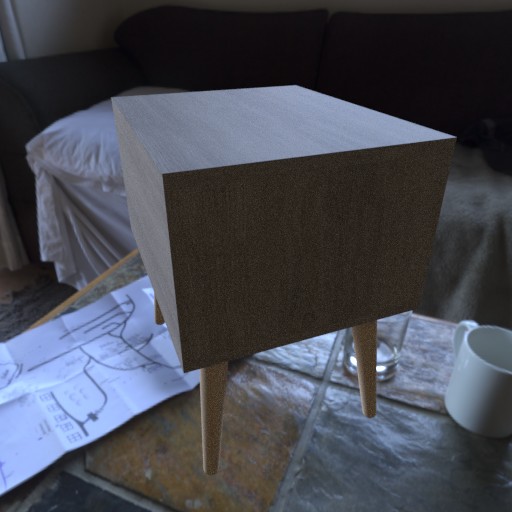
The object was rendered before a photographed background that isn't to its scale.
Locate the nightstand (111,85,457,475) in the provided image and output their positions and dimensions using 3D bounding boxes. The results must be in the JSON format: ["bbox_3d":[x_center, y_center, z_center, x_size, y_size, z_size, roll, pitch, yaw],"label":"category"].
[{"bbox_3d":[0.000,0.000,0.800,0.380,0.500,0.450,-11,31,-19],"label":"nightstand"}]
